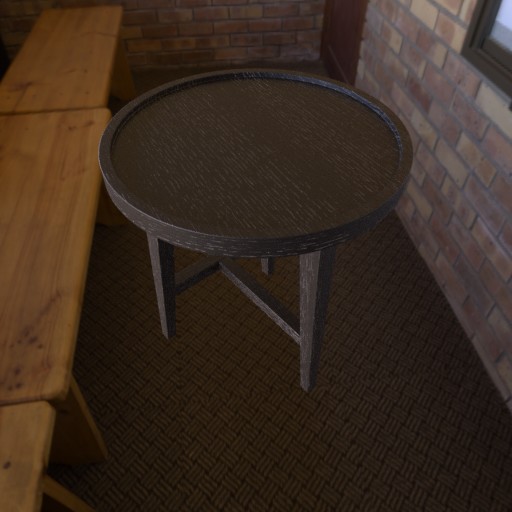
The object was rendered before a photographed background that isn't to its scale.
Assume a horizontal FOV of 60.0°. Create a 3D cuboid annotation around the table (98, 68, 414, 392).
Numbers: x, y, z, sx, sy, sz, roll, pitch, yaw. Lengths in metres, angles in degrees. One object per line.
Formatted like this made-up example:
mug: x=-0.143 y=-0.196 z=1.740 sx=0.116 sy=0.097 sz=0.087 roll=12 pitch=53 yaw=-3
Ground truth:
table: x=0.000 y=0.000 z=0.742 sx=0.399 sy=0.460 sz=0.399 roll=0 pitch=46 yaw=0
